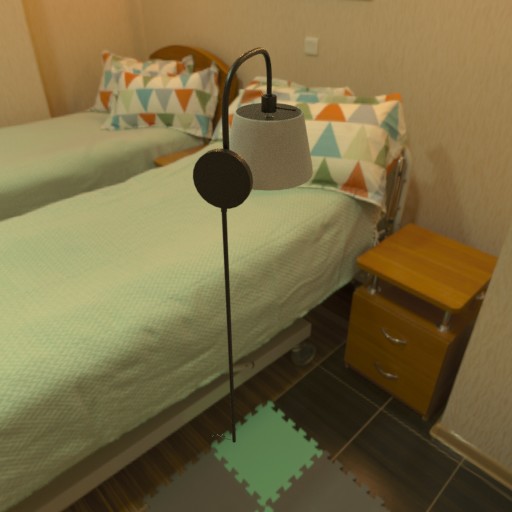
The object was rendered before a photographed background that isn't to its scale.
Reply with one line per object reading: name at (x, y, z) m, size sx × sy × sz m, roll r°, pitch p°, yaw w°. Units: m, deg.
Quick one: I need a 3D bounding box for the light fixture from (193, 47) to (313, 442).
light fixture at (0.000, 0.000, 0.465) m, size 0.092 × 0.399 × 0.176 m, roll 10°, pitch 34°, yaw 14°
